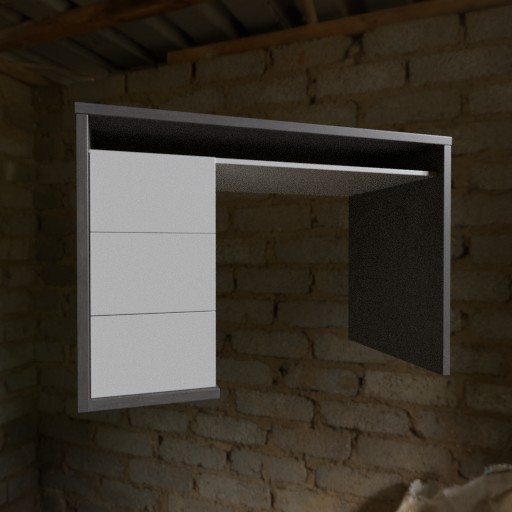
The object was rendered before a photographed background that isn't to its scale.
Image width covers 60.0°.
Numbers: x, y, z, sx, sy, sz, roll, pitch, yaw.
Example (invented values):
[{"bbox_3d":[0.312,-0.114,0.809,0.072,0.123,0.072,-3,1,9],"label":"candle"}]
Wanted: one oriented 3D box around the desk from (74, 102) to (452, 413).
[{"bbox_3d":[0.000,0.000,1.515,1.100,0.750,0.600,0,1,-17],"label":"desk"}]
